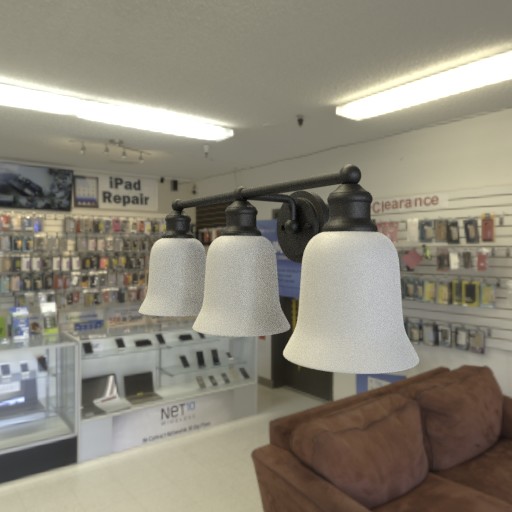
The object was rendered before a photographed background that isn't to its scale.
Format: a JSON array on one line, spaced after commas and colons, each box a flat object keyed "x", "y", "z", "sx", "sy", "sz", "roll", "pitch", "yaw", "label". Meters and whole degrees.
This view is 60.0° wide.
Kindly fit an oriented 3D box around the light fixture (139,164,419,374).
[{"x": 0.000, "y": 0.000, "z": 0.673, "sx": 0.198, "sy": 0.211, "sz": 0.570, "roll": -1, "pitch": 1, "yaw": -36, "label": "light fixture"}]
